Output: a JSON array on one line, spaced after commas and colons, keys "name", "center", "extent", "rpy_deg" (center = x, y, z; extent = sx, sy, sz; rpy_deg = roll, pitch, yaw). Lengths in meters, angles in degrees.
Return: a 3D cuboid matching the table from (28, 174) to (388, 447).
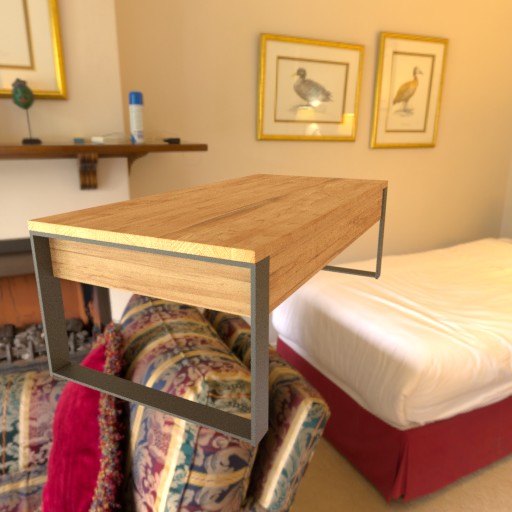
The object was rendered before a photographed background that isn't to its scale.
[{"name": "table", "center": [0.000, 0.000, 1.447], "extent": [0.590, 0.400, 1.180], "rpy_deg": [8, 18, 26]}]
